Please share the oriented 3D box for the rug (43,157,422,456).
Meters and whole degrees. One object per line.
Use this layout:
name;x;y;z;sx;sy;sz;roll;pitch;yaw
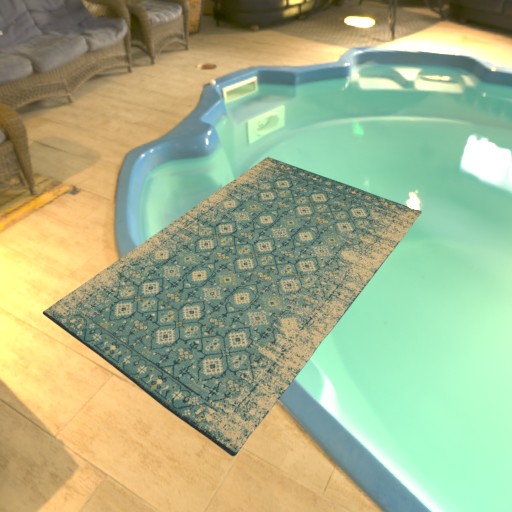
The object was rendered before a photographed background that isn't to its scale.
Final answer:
rug;0.000;0.000;3.152;1.530;0.015;2.449;26;47;26
